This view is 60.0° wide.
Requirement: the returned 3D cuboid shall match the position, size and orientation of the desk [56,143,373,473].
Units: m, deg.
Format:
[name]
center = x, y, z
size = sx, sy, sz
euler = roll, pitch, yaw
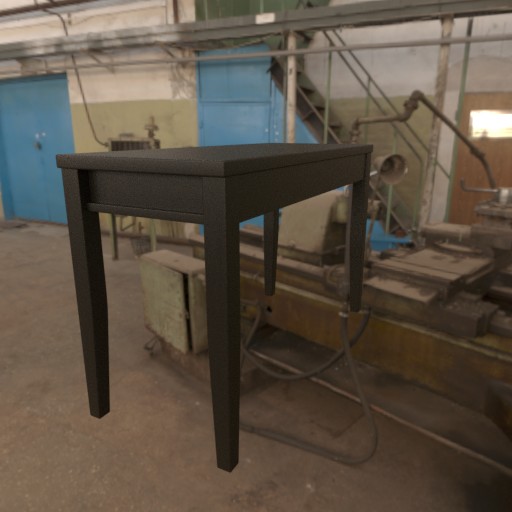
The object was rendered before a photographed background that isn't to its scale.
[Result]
[desk]
center = 0.000, 0.000, 1.635
size = 0.508, 0.775, 1.220
euler = 8, 18, 27
